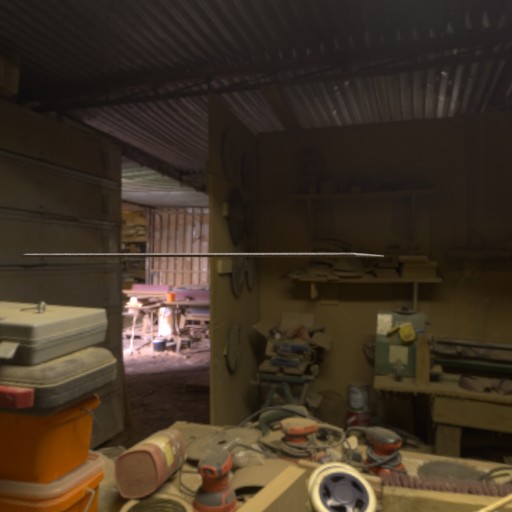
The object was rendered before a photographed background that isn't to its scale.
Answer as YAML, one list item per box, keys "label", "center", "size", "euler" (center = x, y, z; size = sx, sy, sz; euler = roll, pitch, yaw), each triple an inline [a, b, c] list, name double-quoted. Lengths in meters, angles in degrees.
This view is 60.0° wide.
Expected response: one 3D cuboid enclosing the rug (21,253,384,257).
- label: "rug"
  center: [0.000, 0.000, 2.329]
  size: [1.224, 0.012, 1.847]
  euler: [0, 0, 19]
